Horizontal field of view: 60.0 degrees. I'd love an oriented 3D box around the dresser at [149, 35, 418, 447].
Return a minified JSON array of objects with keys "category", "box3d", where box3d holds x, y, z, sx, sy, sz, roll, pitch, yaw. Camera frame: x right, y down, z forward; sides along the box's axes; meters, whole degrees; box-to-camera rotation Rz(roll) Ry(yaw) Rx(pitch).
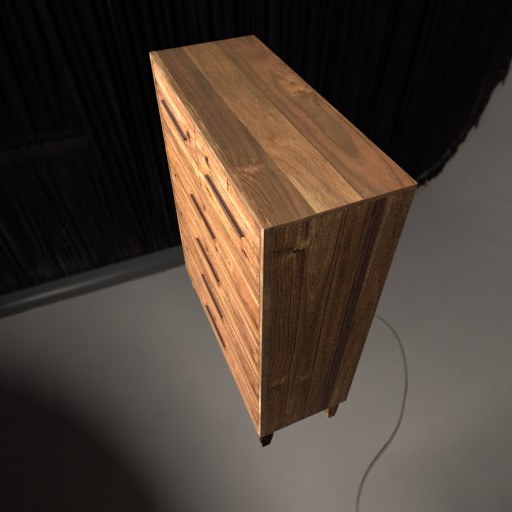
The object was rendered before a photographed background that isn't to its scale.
[{"category":"dresser","box3d":[0.000,0.000,1.908,0.442,1.393,1.062,-17,49,-16]}]
